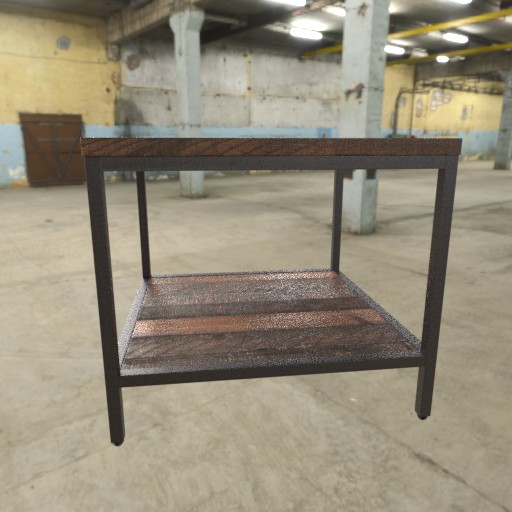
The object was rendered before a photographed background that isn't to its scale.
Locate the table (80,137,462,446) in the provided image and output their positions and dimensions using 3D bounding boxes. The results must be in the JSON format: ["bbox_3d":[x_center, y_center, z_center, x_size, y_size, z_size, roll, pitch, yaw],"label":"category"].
[{"bbox_3d":[0.000,0.000,0.949,0.548,0.482,0.553,-2,14,-7],"label":"table"}]
